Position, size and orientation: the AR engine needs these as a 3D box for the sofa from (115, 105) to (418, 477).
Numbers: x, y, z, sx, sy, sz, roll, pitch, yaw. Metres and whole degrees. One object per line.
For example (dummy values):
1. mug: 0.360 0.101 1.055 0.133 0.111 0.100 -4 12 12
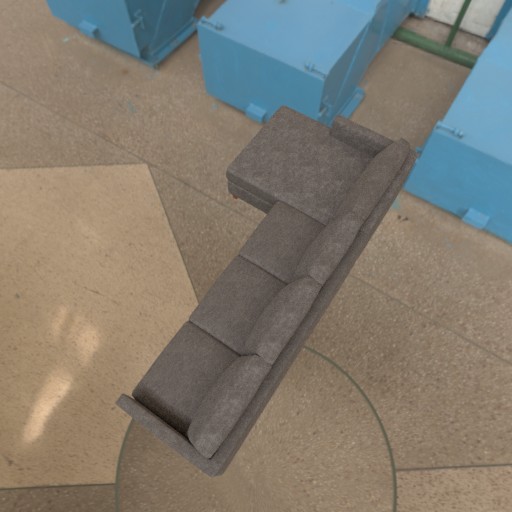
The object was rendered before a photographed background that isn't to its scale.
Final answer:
1. sofa: 0.000 0.000 4.163 1.606 0.954 3.471 31 68 14
